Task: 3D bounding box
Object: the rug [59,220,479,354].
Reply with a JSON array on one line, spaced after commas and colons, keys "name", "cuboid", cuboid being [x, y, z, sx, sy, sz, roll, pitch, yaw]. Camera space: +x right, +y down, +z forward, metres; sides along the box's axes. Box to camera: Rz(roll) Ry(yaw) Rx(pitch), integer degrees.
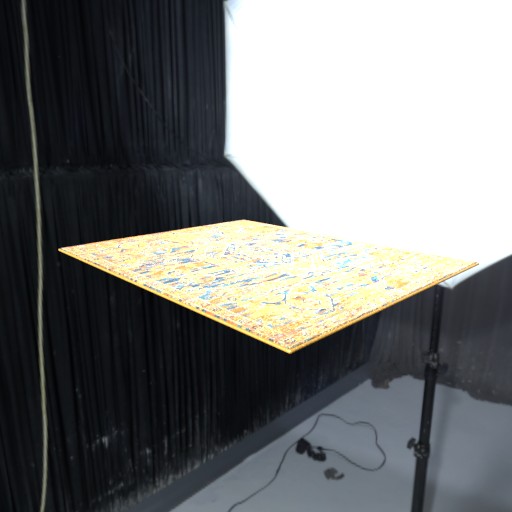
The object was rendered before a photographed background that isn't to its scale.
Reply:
[{"name": "rug", "cuboid": [0.000, 0.000, 4.070, 2.435, 0.031, 3.040, -13, 19, -42]}]
